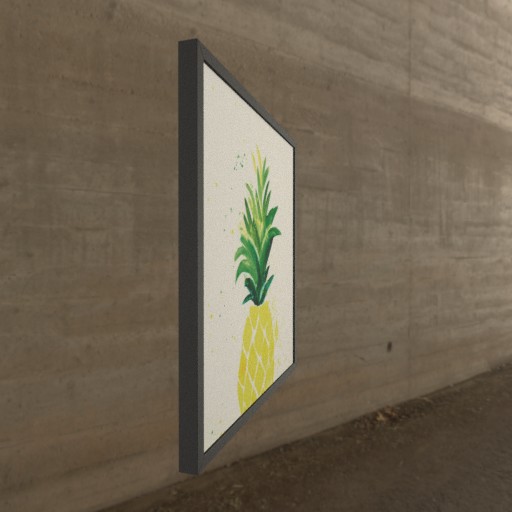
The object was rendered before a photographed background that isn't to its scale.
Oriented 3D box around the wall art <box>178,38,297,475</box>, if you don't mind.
[{"bbox_3d":[0.000,0.000,1.138,0.037,0.760,0.762,0,0,18],"label":"wall art"}]
